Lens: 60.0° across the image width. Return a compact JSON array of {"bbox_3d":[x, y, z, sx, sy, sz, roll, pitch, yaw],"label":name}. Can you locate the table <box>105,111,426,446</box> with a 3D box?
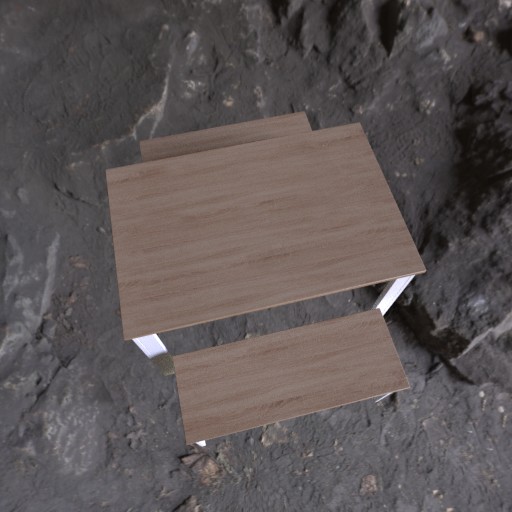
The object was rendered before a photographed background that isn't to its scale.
[{"bbox_3d":[0.000,0.000,2.031,1.100,0.700,1.443,-12,64,-6],"label":"table"}]
